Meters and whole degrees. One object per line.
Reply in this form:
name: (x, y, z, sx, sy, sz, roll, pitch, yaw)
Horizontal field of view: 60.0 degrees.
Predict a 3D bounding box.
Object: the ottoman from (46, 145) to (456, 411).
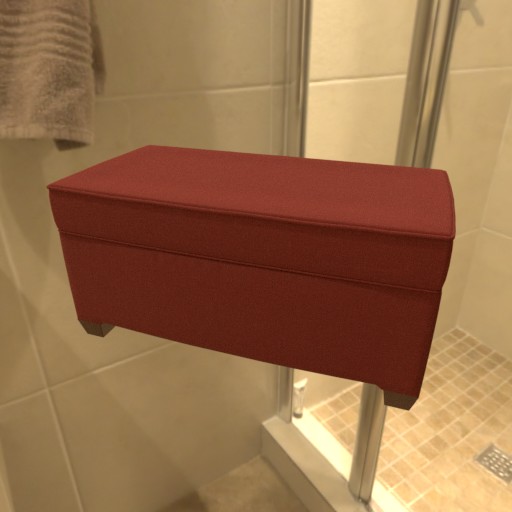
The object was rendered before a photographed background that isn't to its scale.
ottoman: (0.000, 0.000, 1.229, 0.948, 0.454, 0.497, 9, 28, 17)
